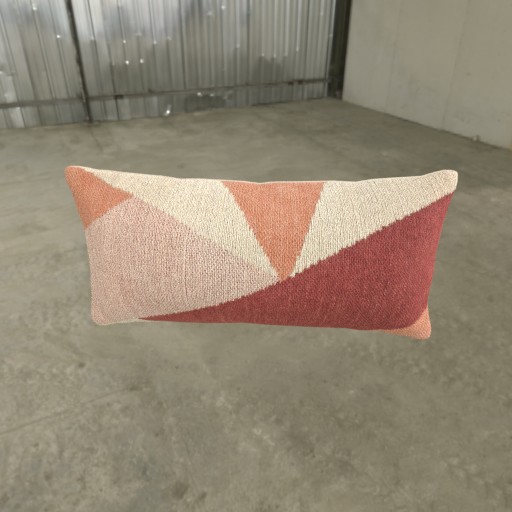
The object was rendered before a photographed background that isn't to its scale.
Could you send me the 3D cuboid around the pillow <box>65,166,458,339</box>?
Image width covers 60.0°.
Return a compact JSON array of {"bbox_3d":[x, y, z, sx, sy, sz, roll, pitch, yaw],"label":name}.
[{"bbox_3d":[0.000,0.000,0.734,0.609,0.292,0.155,2,31,3],"label":"pillow"}]
